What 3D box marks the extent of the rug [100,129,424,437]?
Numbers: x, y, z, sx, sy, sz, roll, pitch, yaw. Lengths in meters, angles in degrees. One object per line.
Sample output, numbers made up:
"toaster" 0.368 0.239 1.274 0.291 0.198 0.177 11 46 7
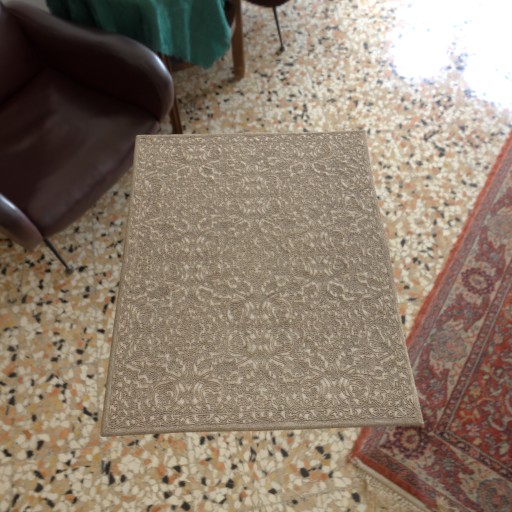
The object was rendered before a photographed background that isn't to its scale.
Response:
"rug" 0.000 0.000 4.076 2.472 0.035 3.017 -2 62 -1
